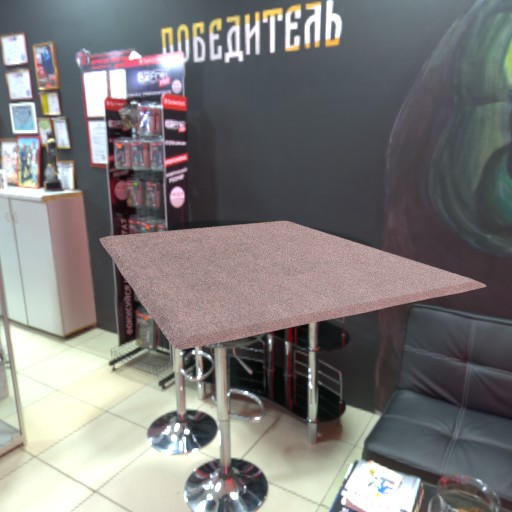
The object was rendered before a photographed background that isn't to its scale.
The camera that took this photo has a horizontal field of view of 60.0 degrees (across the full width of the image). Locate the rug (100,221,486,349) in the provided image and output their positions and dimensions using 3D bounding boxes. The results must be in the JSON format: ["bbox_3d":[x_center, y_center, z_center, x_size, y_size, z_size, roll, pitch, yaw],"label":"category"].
[{"bbox_3d":[0.000,0.000,3.950,2.332,0.027,2.933,-7,16,-25],"label":"rug"}]
